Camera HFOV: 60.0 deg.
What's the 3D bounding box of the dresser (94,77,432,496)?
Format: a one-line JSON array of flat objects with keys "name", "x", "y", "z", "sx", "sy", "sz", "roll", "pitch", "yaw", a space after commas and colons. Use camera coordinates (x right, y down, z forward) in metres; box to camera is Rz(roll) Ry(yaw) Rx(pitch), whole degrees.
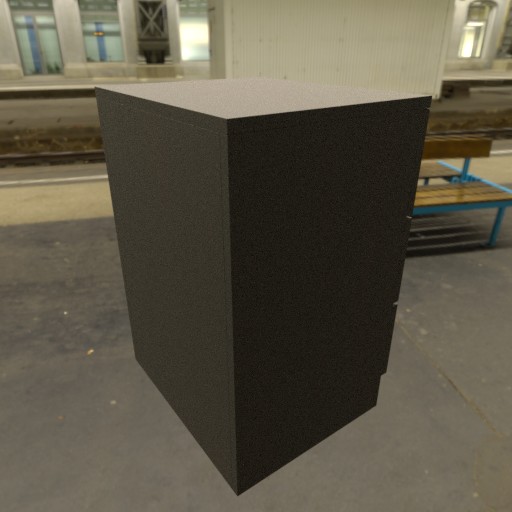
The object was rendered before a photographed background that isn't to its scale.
[{"name": "dresser", "x": 0.000, "y": 0.000, "z": 0.794, "sx": 0.360, "sy": 0.560, "sz": 0.400, "roll": -18, "pitch": 31, "yaw": -32}]
